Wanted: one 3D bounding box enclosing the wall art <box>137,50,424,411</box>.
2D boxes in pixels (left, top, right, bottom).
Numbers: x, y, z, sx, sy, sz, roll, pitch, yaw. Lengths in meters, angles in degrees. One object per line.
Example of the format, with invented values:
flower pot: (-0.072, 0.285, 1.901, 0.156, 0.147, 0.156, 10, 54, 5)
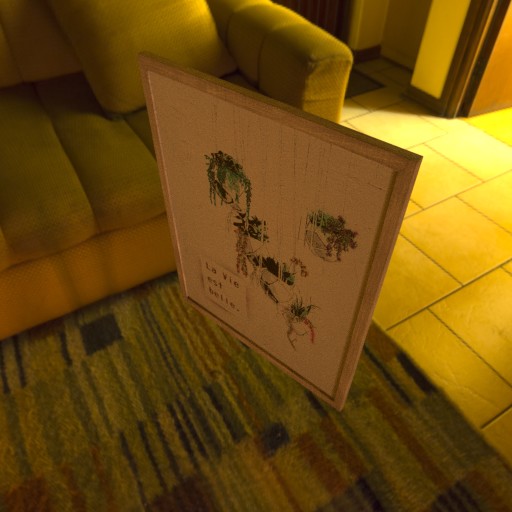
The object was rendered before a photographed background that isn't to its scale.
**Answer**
wall art: (0.000, 0.000, 1.354, 0.781, 1.022, 0.035, 30, 53, 26)
